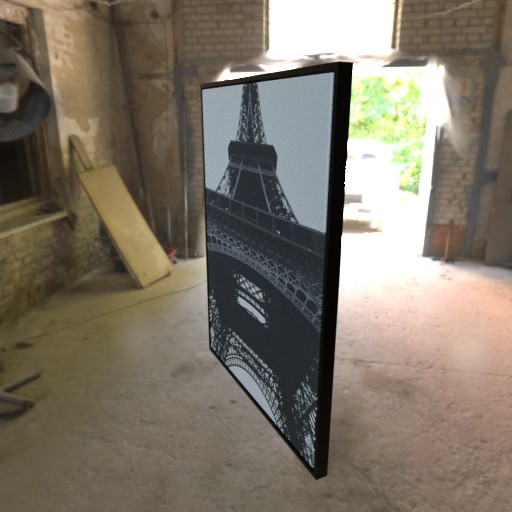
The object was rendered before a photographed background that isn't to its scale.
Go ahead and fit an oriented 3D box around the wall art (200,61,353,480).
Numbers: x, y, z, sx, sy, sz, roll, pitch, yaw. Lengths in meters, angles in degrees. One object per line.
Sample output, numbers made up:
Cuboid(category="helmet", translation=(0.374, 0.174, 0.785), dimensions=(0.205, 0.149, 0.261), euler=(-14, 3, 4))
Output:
Cuboid(category="wall art", translation=(0.000, 0.000, 1.408), dimensions=(0.040, 1.062, 0.805), euler=(-9, 20, -26))
